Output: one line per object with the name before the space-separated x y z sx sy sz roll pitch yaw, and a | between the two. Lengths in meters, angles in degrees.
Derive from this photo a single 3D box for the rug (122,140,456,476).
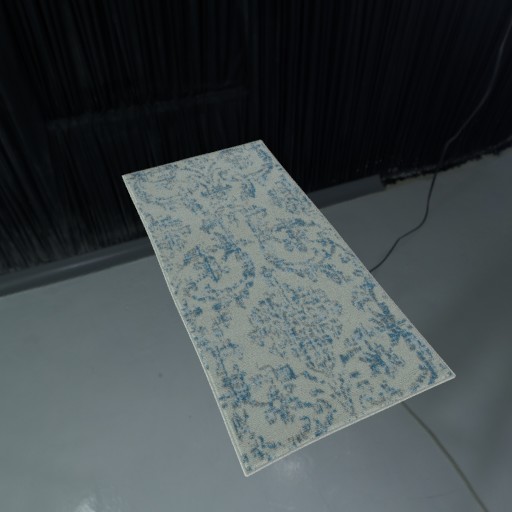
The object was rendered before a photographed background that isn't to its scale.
rug | 0.000 0.000 1.457 0.605 0.007 1.220 -19 50 -16
